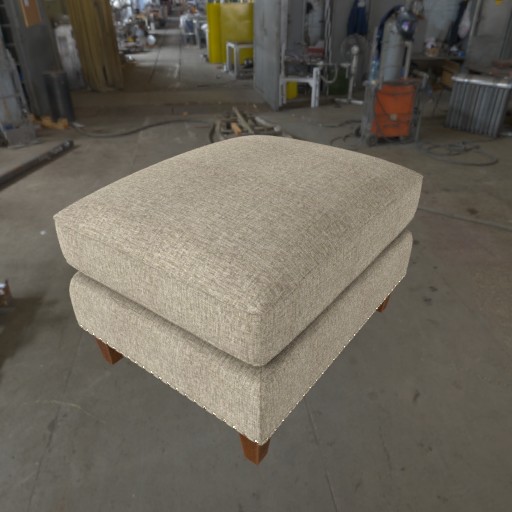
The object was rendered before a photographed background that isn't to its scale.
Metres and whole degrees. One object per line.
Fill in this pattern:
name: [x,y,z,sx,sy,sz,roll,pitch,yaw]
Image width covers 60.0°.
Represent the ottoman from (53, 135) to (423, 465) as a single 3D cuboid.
ottoman: [0.000,0.000,1.152,0.584,0.513,0.741,21,37,31]
